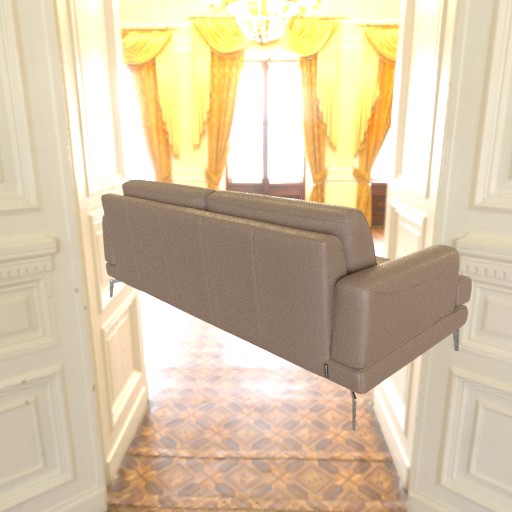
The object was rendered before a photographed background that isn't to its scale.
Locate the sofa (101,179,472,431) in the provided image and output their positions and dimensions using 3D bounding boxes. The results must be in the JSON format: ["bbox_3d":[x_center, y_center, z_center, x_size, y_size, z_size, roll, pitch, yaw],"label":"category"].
[{"bbox_3d":[0.000,0.000,2.403,0.974,0.765,1.940,-14,20,-42],"label":"sofa"}]
